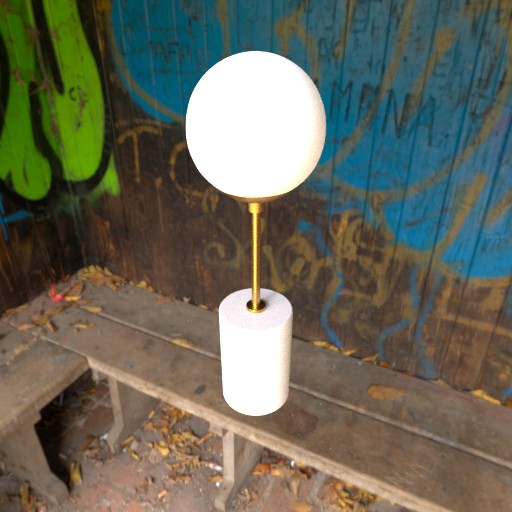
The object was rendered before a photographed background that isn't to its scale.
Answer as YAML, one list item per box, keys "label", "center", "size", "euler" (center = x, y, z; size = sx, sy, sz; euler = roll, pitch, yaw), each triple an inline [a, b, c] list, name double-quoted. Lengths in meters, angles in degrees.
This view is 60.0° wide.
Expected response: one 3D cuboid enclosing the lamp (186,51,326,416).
- label: "lamp"
  center: [0.000, 0.000, 0.571]
  size: [0.153, 0.480, 0.153]
  euler: [0, 30, 0]
